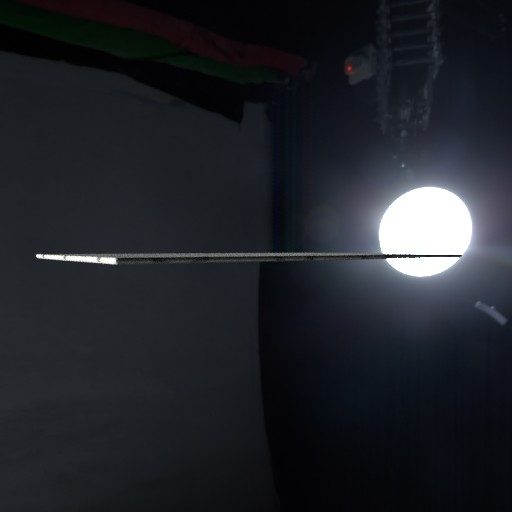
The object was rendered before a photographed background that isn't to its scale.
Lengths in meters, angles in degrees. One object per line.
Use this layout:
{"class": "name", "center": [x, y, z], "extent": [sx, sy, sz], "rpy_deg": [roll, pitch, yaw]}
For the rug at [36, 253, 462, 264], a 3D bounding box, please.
{"class": "rug", "center": [0.000, 0.000, 2.883], "extent": [2.348, 0.024, 1.501], "rpy_deg": [-1, 1, -36]}
